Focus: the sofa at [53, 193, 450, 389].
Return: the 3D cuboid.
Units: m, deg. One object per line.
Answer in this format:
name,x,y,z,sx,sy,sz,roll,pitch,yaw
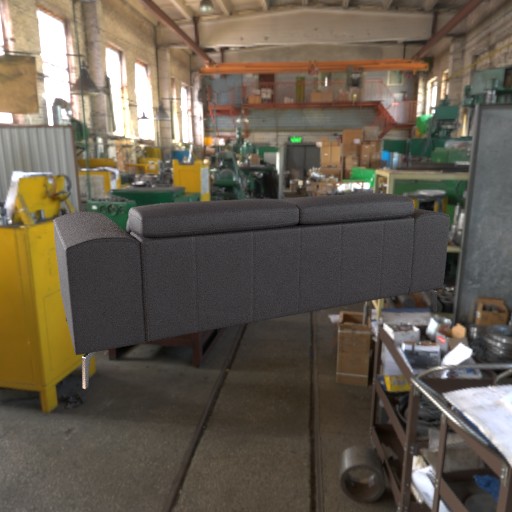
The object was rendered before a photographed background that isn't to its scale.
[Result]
sofa,0.000,0.000,2.853,2.330,0.814,1.048,-6,14,-26
